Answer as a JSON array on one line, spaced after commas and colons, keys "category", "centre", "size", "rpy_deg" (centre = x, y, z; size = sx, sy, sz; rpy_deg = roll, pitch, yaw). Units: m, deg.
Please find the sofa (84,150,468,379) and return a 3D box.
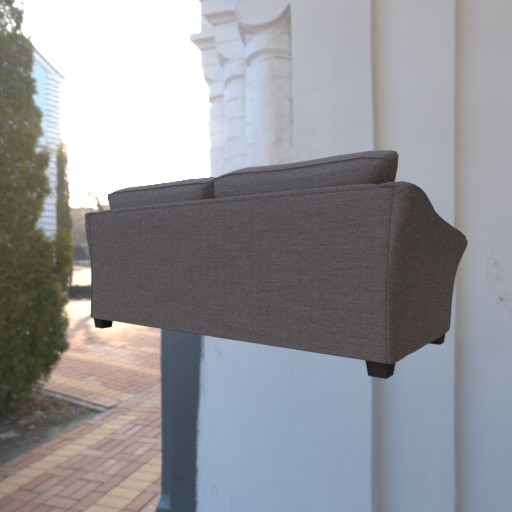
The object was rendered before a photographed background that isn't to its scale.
[{"category": "sofa", "centre": [0.000, 0.000, 2.730], "size": [2.270, 0.965, 0.980], "rpy_deg": [0, 0, 37]}]
